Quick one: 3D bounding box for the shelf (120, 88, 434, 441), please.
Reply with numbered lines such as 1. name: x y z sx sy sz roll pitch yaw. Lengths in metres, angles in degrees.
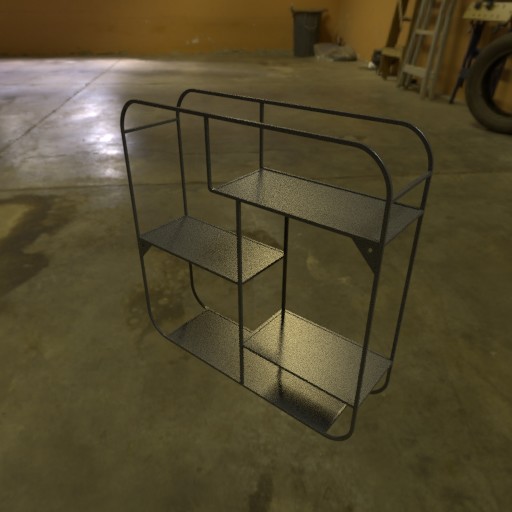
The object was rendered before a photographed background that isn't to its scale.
1. shelf: 0.000 0.000 0.934 0.600 0.600 0.160 22 36 33
